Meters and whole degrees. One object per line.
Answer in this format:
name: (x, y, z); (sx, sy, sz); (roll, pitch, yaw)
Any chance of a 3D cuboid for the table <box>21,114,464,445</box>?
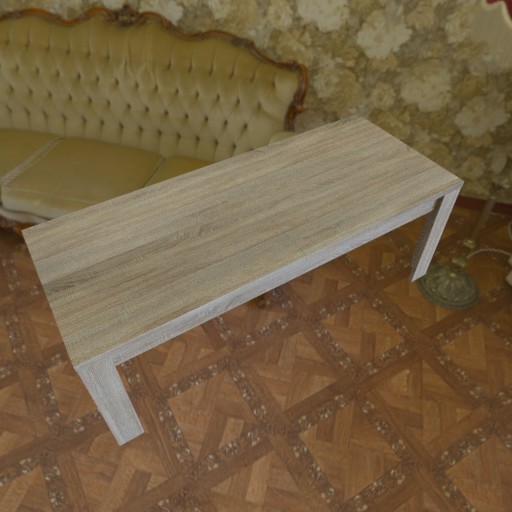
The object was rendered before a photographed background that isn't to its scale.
table: (0.000, 0.000, 2.636); (2.200, 0.790, 0.900); (-24, 51, -22)
